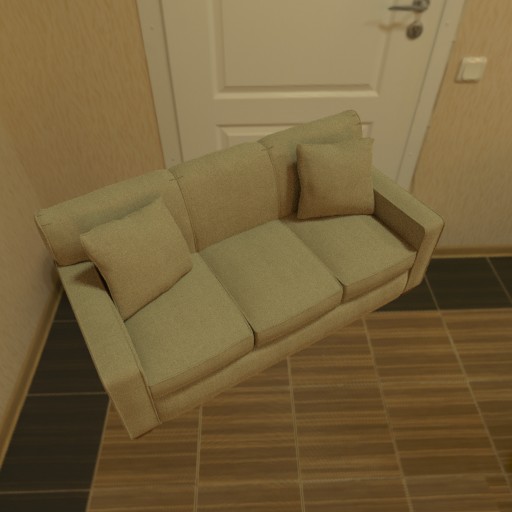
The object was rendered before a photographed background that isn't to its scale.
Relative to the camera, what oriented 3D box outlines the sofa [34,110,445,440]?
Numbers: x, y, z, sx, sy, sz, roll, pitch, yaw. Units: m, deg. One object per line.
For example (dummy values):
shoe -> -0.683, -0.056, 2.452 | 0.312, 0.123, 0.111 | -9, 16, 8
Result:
sofa -> 0.000, 0.000, 2.564 | 2.024, 0.958, 0.997 | -23, 50, -21
